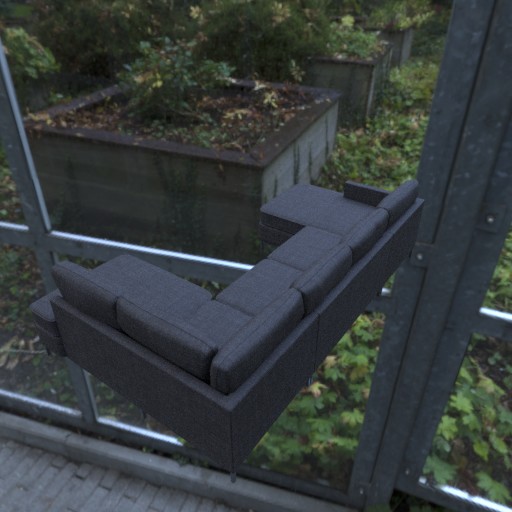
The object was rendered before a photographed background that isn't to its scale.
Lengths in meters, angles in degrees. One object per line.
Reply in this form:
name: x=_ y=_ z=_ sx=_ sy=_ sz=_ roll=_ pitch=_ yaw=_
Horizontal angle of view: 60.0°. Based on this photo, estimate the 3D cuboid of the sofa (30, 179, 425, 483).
sofa: x=0.000 y=0.000 z=4.208 sx=2.048 sy=0.999 sz=3.423 roll=21 pitch=38 yaw=29
